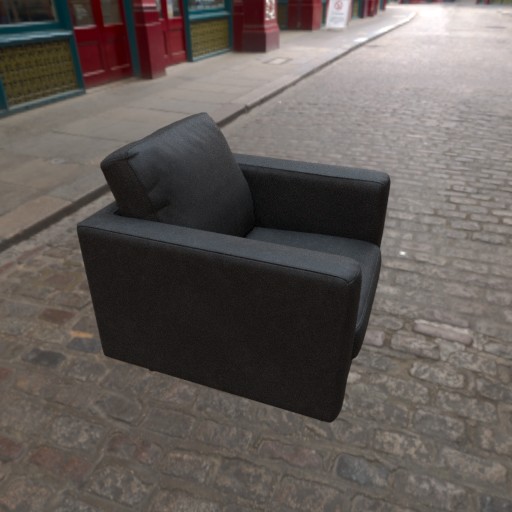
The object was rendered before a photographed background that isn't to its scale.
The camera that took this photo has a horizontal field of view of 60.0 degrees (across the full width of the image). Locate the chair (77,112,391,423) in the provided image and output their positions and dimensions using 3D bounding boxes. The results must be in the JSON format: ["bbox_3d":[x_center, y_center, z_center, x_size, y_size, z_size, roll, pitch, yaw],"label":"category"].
[{"bbox_3d":[0.000,0.000,1.636,0.879,0.898,0.831,11,32,17],"label":"chair"}]
